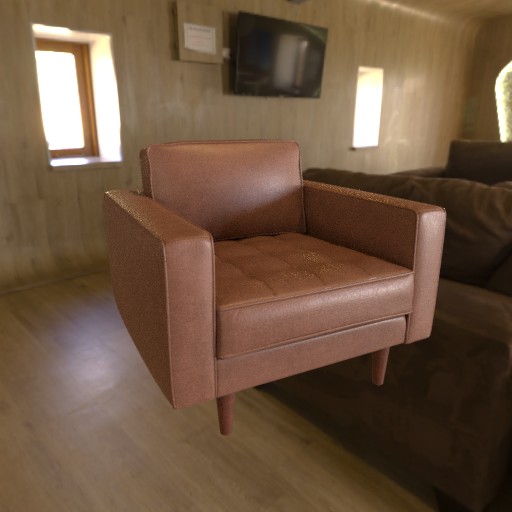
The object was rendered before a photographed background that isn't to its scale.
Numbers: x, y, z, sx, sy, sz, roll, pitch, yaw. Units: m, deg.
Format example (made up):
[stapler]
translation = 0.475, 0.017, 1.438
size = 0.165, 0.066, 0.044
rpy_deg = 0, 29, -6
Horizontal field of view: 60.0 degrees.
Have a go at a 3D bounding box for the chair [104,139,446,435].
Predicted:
[chair]
translation = 0.000, 0.000, 1.558
size = 0.920, 0.770, 0.900
rpy_deg = -8, 19, -25
